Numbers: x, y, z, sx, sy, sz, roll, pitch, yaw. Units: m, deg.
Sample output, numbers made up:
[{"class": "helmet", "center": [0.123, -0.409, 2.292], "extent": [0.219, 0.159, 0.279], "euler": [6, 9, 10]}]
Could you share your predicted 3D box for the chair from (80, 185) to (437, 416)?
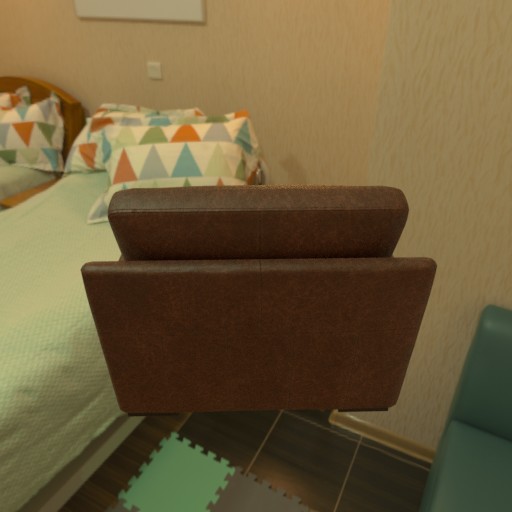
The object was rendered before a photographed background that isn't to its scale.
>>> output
[{"class": "chair", "center": [0.000, 0.000, 1.990], "extent": [1.168, 0.939, 1.143], "euler": [-1, 31, -1]}]
